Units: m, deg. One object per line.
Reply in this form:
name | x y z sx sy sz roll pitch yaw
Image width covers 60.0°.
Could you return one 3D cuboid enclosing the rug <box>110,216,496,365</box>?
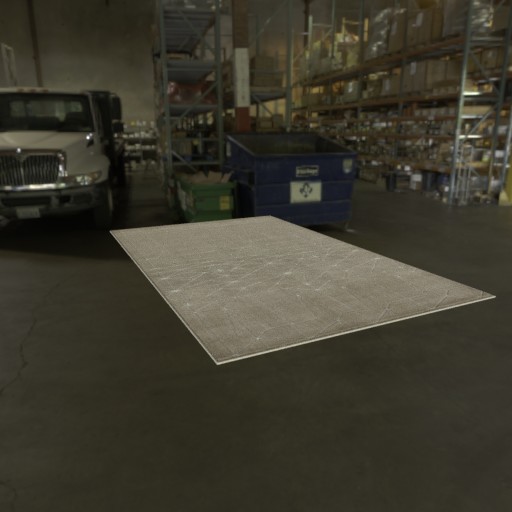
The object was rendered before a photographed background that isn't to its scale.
rug | 0.000 0.000 2.989 1.524 0.012 2.438 -8 18 -25
